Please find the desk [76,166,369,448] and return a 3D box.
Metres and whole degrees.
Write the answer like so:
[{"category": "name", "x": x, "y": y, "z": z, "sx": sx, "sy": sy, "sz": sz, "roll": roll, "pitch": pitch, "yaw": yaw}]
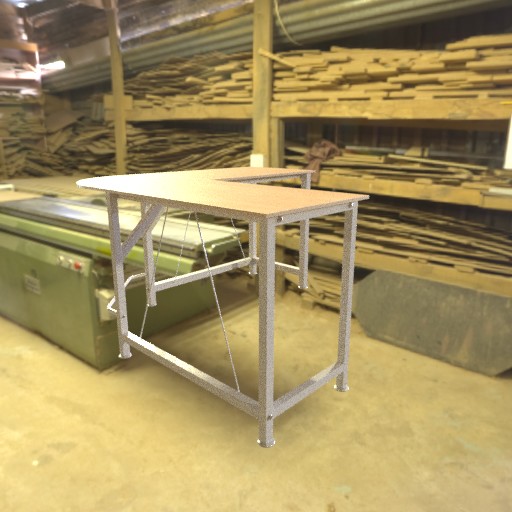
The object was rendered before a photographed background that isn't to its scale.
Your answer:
[{"category": "desk", "x": 0.000, "y": 0.000, "z": 2.236, "sx": 1.400, "sy": 0.762, "sz": 1.400, "roll": 14, "pitch": 20, "yaw": 42}]
